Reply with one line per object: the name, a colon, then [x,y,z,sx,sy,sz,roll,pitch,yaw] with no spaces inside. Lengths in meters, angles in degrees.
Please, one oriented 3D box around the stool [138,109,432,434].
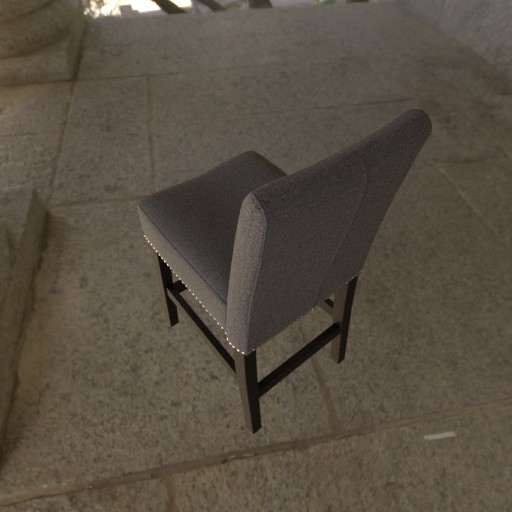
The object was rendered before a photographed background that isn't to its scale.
stool: [0.000,0.000,1.170,0.427,0.885,0.571,-31,54,-27]
